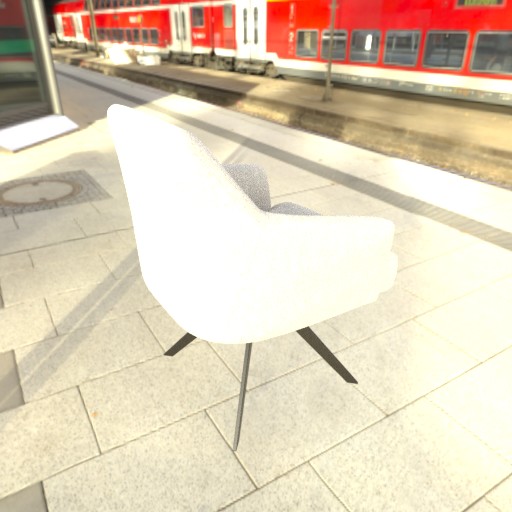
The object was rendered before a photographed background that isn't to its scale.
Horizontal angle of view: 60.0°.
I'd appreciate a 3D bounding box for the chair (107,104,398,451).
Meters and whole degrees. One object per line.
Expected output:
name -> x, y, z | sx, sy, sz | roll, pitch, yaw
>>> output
chair -> 0.000, 0.000, 1.324 | 0.677, 0.874, 0.642 | -17, 32, -29
